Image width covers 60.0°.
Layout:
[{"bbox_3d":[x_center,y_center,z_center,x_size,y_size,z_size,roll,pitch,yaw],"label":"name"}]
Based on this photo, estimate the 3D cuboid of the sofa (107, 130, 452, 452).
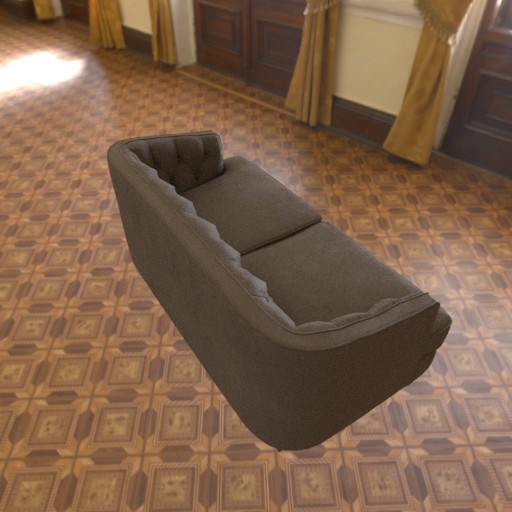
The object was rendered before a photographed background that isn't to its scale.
[{"bbox_3d":[0.000,0.000,2.248,0.941,0.855,1.733,-24,47,-25],"label":"sofa"}]
